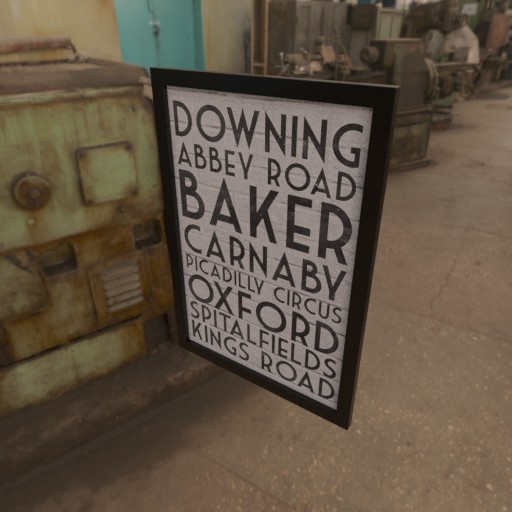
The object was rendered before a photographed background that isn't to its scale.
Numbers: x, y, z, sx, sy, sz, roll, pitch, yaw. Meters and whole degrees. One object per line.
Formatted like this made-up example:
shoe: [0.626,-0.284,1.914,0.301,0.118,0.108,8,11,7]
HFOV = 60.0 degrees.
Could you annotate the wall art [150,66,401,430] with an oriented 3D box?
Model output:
wall art: [0.000,0.000,0.863,0.462,0.656,0.019,18,33,30]
